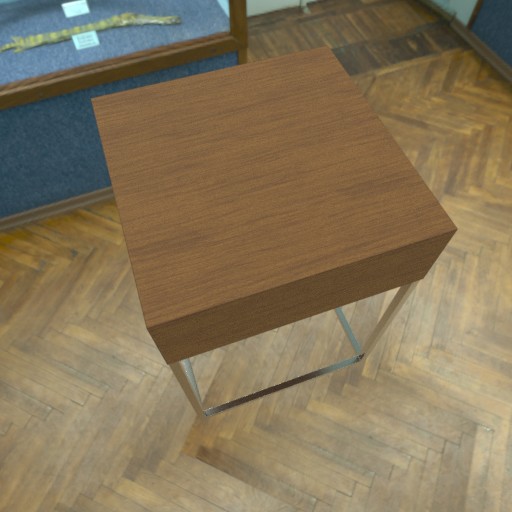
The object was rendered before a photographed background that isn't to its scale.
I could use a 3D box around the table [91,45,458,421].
[{"bbox_3d":[0.000,0.000,0.850,0.397,0.540,0.398,-17,61,-10],"label":"table"}]
